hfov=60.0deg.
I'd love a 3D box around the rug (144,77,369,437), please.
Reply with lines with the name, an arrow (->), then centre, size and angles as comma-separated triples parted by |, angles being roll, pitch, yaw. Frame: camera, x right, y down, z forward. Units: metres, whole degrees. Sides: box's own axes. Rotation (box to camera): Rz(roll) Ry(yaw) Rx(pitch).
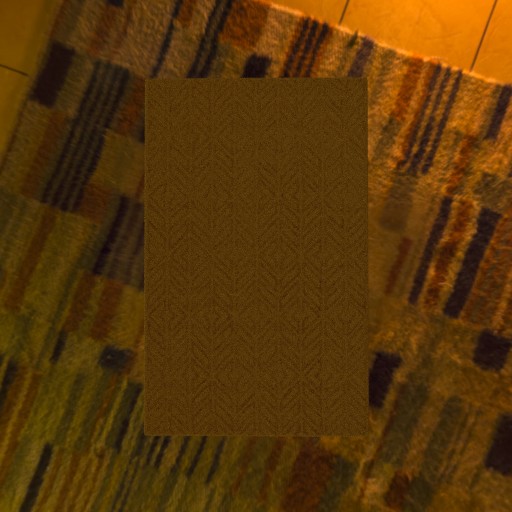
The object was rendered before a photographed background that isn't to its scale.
rug -> 0.000, 0.000, 3.018 | 1.523, 0.008, 2.438 | 0, 89, 1
